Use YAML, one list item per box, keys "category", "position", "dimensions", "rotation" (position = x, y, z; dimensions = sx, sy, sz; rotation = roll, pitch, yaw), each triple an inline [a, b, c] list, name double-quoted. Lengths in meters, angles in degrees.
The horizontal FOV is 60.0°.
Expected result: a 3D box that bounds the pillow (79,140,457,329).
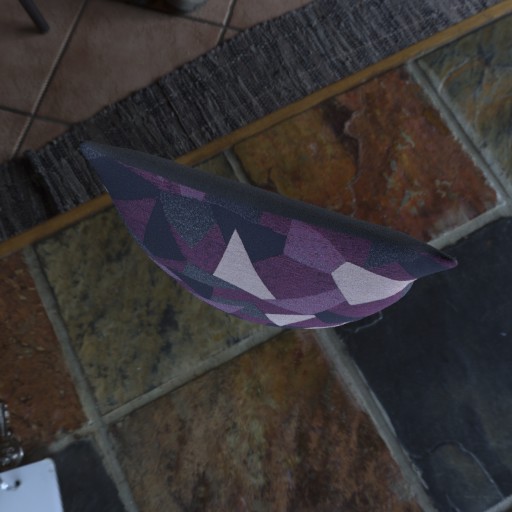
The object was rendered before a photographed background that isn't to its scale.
- category: "pillow"
  position: [0.000, 0.000, 0.773]
  dimensions: [0.503, 0.496, 0.208]
  rotation: [18, 76, 5]
